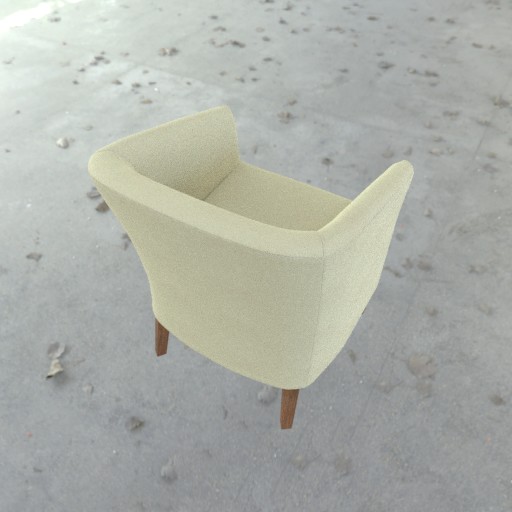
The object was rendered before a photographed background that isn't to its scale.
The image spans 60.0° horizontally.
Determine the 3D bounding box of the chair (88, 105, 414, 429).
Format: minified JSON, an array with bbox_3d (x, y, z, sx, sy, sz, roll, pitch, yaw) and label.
[{"bbox_3d":[0.000,0.000,1.301,0.643,0.822,0.657,24,51,21],"label":"chair"}]
